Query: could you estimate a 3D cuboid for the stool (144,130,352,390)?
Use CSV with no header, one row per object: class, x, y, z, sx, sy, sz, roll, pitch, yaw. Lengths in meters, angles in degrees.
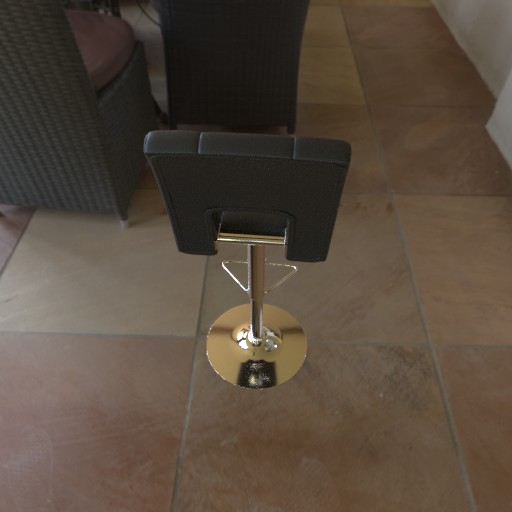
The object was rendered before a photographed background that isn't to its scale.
stool,0.000,0.000,1.393,0.415,1.151,0.520,4,48,3
